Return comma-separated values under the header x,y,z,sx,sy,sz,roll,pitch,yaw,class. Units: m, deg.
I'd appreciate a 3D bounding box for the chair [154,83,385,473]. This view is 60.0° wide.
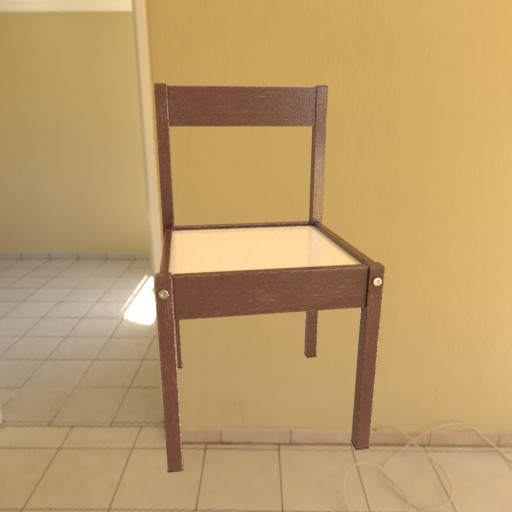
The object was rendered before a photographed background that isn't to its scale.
x,y,z,sx,sy,sz,roll,pitch,yaw,class
0.000,0.000,0.671,0.285,0.505,0.285,-3,17,-9,chair
